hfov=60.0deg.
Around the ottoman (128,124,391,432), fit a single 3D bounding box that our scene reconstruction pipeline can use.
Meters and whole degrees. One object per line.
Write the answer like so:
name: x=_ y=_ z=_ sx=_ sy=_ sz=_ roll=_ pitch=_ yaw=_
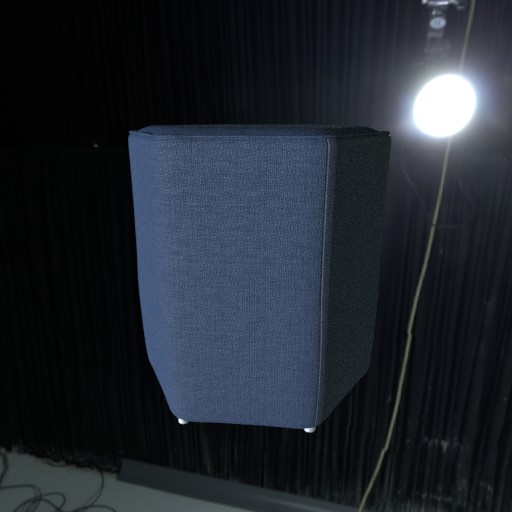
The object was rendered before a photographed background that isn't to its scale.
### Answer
ottoman: x=0.000 y=0.000 z=0.894 sx=0.492 sy=0.505 sz=0.454 roll=3 pitch=17 yaw=9
